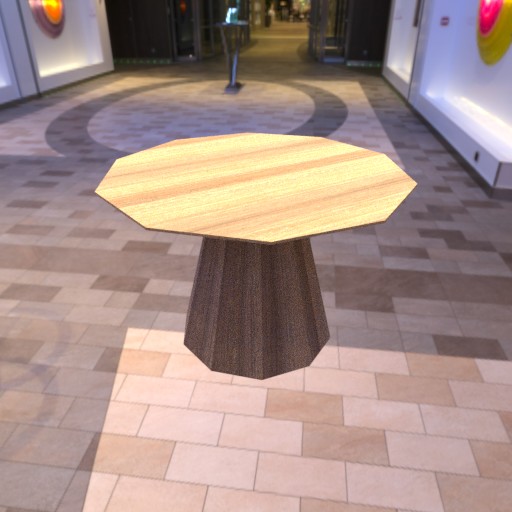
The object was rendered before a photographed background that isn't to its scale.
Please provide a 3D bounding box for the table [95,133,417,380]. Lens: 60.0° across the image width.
[{"bbox_3d":[0.000,0.000,1.889,1.186,0.752,1.186,0,29,0],"label":"table"}]
